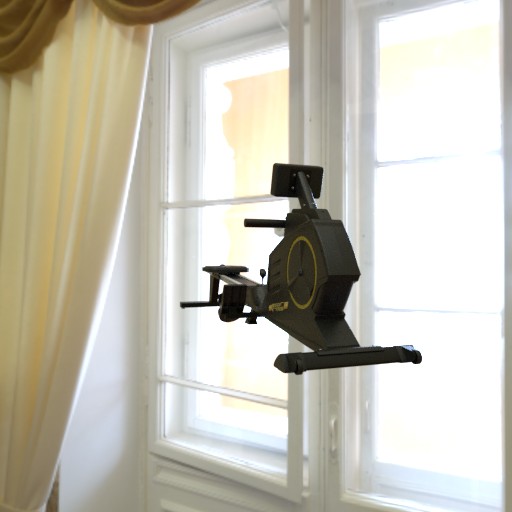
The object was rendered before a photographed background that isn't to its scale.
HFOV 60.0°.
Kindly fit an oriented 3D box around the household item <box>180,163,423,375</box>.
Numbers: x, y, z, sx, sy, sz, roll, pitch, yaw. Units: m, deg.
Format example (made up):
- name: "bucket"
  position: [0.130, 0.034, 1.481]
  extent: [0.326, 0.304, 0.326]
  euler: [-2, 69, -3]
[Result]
- name: "household item"
  position: [0.000, 0.000, 2.530]
  extent: [0.521, 0.810, 2.251]
  euler: [0, 0, -18]
